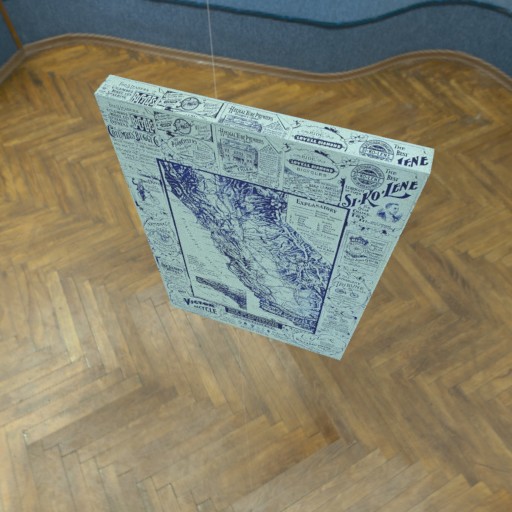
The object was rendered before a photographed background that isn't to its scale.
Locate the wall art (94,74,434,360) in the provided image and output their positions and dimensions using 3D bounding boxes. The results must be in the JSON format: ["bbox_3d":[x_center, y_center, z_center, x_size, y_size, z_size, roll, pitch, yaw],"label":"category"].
[{"bbox_3d":[0.000,0.000,0.484,0.255,0.376,0.025,16,59,10],"label":"wall art"}]
